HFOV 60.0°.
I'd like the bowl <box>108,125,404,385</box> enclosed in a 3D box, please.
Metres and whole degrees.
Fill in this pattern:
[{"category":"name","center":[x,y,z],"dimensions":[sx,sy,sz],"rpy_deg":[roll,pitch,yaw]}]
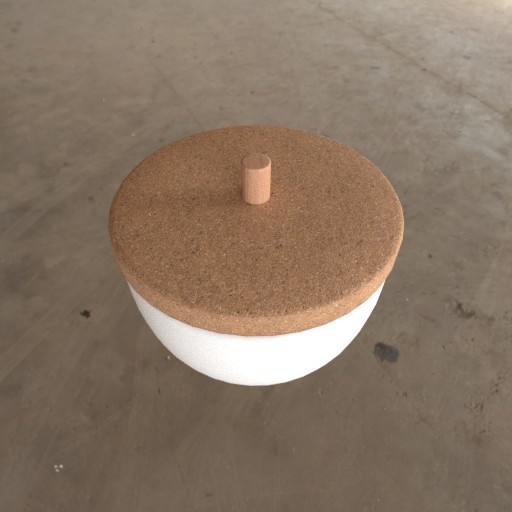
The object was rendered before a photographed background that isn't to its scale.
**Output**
[{"category":"bowl","center":[0.000,0.000,0.218],"dimensions":[0.126,0.110,0.126],"rpy_deg":[0,46,0]}]
